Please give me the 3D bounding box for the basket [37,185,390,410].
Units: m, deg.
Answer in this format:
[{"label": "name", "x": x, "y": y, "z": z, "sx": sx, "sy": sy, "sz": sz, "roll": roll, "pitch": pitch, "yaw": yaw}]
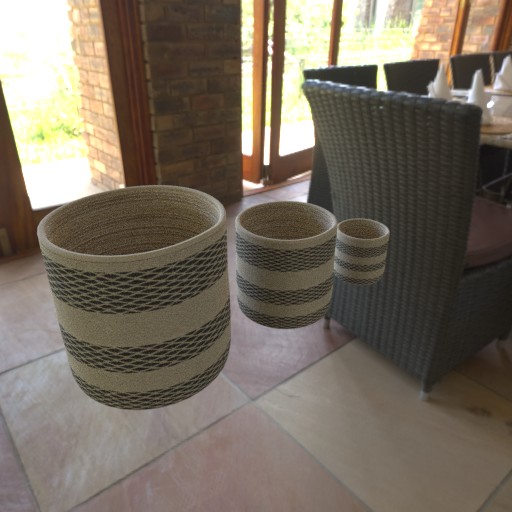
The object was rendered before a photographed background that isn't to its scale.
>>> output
[{"label": "basket", "x": 0.000, "y": 0.000, "z": 1.075, "sx": 0.917, "sy": 0.356, "sz": 0.351, "roll": -18, "pitch": 32, "yaw": -31}]
